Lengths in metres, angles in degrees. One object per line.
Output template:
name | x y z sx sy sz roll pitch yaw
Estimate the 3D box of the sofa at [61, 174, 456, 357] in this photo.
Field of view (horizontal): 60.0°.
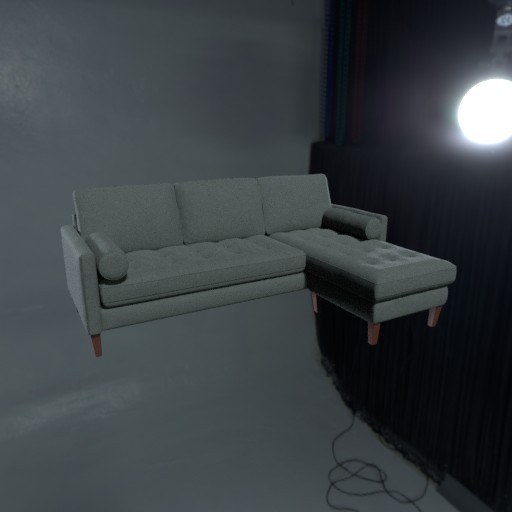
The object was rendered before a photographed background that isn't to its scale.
sofa | 0.000 0.000 2.890 2.178 0.876 1.506 -9 18 -28
